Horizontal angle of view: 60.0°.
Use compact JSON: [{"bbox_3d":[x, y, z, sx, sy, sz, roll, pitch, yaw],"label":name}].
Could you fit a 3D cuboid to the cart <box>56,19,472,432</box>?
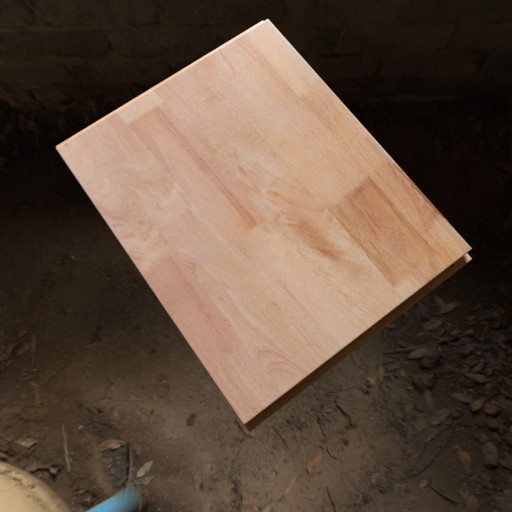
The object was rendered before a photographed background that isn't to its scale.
[{"bbox_3d":[0.000,0.000,1.213,0.508,0.838,0.640,-35,78,-9],"label":"cart"}]
